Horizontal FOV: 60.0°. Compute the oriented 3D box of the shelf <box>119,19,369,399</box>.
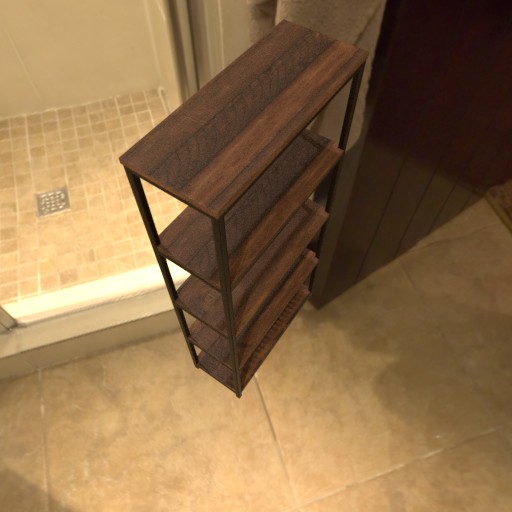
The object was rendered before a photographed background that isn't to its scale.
[{"bbox_3d":[0.000,0.000,2.200,0.359,1.860,0.874,30,62,18],"label":"shelf"}]
